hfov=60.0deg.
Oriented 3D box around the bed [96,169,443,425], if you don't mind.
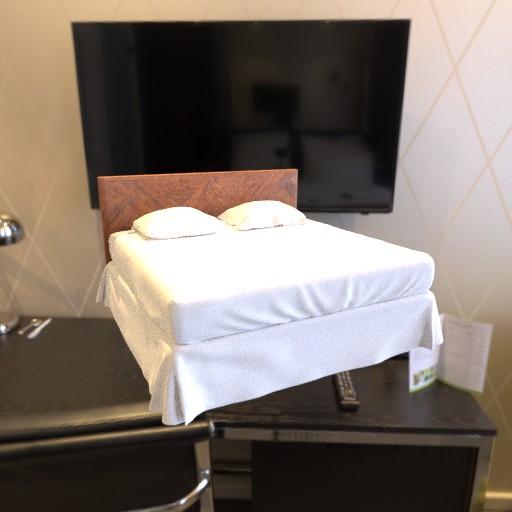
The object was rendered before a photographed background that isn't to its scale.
[{"bbox_3d":[0.000,0.000,3.540,2.255,1.158,2.165,-8,17,-26],"label":"bed"}]
